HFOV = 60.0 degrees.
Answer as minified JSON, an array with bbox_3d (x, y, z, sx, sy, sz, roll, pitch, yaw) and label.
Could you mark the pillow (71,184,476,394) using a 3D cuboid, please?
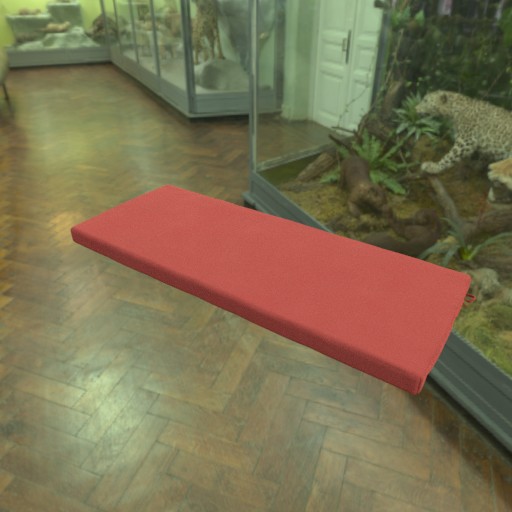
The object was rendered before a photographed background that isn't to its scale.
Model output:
[{"bbox_3d":[0.000,0.000,1.344,1.187,0.081,0.492,20,37,29],"label":"pillow"}]
